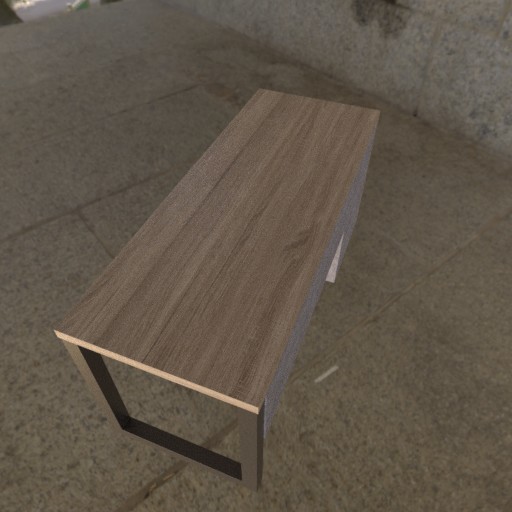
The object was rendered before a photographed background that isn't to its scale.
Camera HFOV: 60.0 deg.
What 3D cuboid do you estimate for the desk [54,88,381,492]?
[{"bbox_3d":[0.000,0.000,2.074,0.690,0.760,1.700,16,48,15],"label":"desk"}]
